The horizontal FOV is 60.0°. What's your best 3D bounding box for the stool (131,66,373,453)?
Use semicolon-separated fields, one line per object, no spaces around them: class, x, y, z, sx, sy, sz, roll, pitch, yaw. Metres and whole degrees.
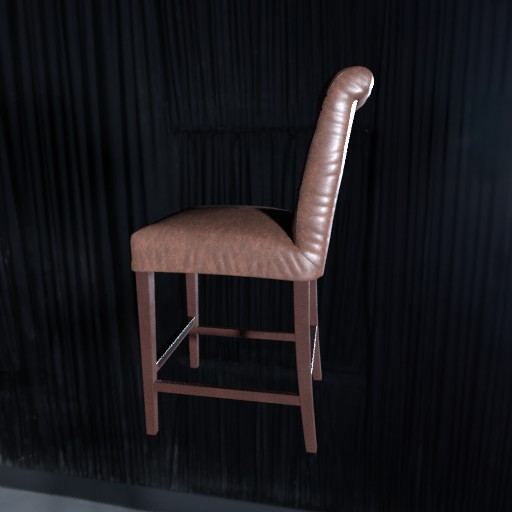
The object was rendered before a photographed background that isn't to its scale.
stool;0.000;0.000;1.449;0.660;1.084;0.486;3;14;10
